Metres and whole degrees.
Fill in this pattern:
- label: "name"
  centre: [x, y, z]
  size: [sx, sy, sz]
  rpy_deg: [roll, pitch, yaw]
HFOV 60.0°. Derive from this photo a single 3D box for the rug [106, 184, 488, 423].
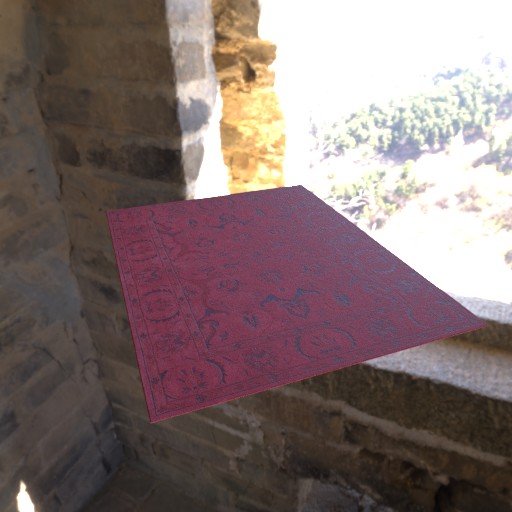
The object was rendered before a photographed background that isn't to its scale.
- label: "rug"
  centre: [0.000, 0.000, 3.870]
  size: [2.300, 0.012, 2.929]
  rpy_deg: [-11, 31, -18]
